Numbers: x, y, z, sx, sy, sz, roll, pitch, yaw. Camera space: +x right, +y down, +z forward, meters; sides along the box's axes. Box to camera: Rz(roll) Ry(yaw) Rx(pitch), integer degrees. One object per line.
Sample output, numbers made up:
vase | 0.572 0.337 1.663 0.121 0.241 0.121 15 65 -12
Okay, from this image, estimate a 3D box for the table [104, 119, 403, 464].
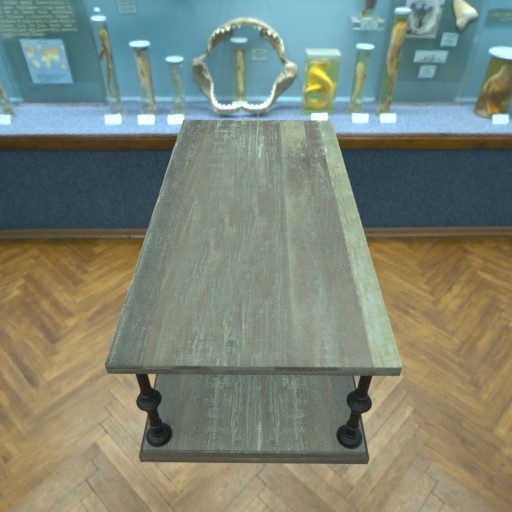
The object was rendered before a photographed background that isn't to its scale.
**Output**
table | 0.000 0.000 1.365 0.554 0.399 1.088 0 41 0
